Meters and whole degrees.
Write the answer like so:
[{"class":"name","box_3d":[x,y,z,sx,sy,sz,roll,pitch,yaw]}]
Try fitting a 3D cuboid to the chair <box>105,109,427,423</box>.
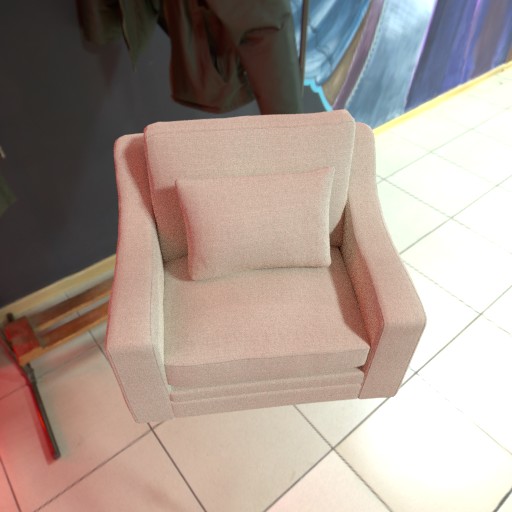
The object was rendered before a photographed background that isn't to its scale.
[{"class":"chair","box_3d":[0.000,0.000,1.943,1.178,1.016,1.009,-4,46,-4]}]
